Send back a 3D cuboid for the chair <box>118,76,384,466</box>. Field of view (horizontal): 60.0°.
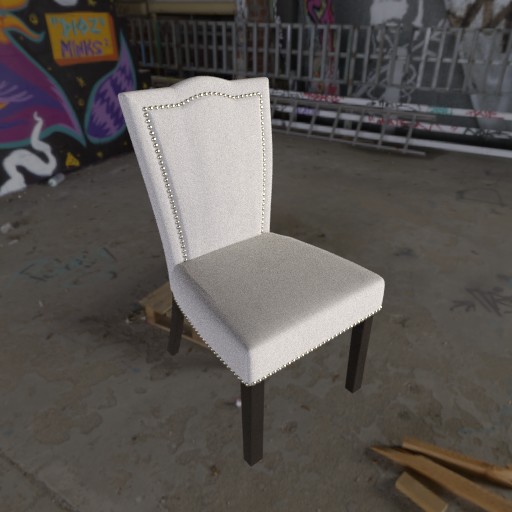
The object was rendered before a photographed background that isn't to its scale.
[{"bbox_3d":[0.000,0.000,1.315,0.518,0.946,0.589,-21,36,-33],"label":"chair"}]
